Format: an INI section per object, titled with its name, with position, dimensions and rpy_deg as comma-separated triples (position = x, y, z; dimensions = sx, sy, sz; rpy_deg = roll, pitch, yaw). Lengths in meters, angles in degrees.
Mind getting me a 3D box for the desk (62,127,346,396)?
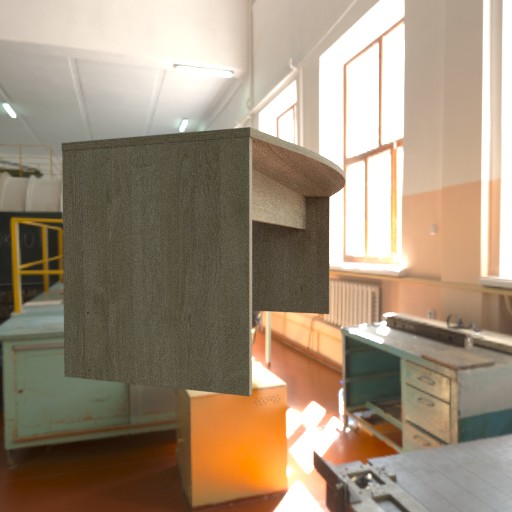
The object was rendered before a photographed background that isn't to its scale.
[desk]
position = 0.000, 0.000, 2.068
dimensions = 0.802, 0.752, 1.600
rpy_deg = 0, 1, 17
